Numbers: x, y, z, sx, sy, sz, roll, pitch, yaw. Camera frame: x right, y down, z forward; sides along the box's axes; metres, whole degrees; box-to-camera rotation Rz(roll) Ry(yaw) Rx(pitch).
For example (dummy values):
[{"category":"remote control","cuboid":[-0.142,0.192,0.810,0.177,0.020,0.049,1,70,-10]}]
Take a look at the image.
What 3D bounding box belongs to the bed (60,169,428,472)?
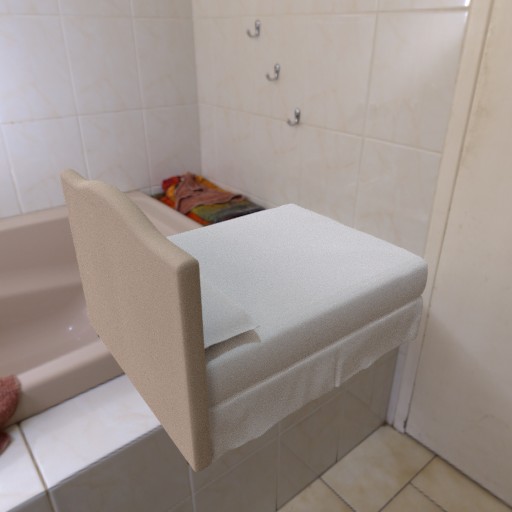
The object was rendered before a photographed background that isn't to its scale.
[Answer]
[{"category":"bed","cuboid":[0.000,0.000,3.172,2.052,1.398,1.678,-19,32,-32]}]
